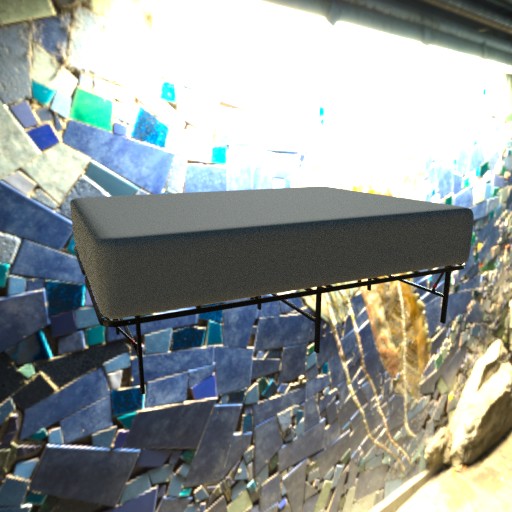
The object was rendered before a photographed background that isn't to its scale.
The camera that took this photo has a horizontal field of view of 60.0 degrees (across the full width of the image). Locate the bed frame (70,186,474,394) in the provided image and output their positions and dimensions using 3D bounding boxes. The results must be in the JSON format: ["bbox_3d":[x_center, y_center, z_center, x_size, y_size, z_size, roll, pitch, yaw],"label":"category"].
[{"bbox_3d":[0.000,0.000,2.785,2.037,0.677,1.528,-7,16,-25],"label":"bed frame"}]
